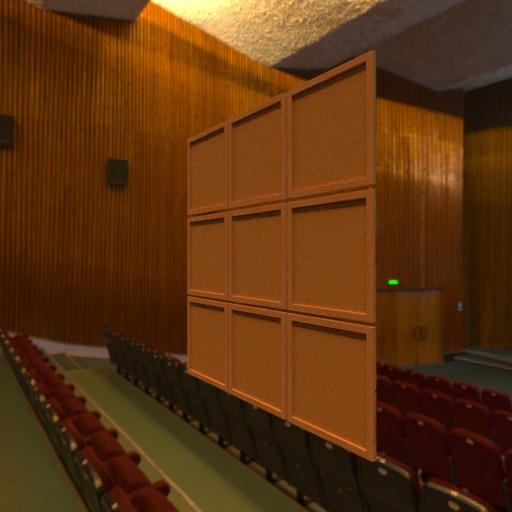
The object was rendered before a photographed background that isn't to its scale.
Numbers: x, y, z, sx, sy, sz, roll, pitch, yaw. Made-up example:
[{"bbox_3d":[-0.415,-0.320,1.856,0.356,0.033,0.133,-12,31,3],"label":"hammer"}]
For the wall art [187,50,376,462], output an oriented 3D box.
[{"bbox_3d":[0.000,0.000,1.354,0.012,0.910,0.911,0,0,-35],"label":"wall art"}]
